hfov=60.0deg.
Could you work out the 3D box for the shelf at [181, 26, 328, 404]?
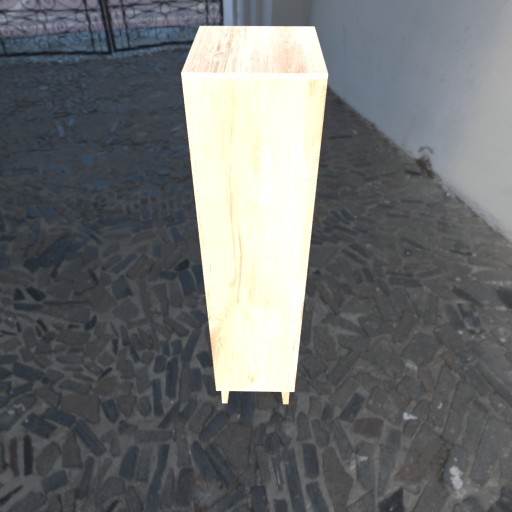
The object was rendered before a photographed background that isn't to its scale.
[{"bbox_3d":[0.000,0.000,2.200,0.450,1.960,0.510,1,42,1],"label":"shelf"}]
